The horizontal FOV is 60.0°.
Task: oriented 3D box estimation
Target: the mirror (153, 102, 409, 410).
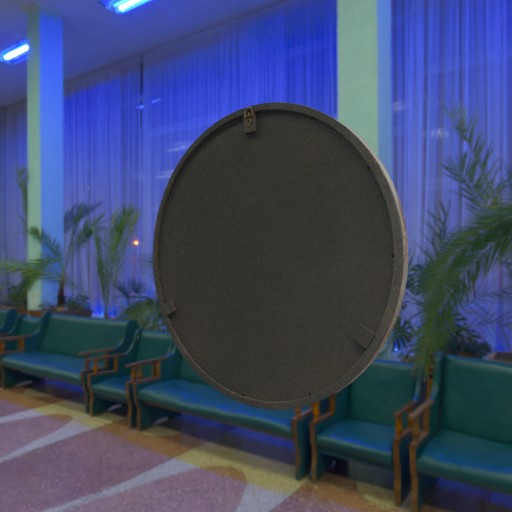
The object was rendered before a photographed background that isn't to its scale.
[{"bbox_3d":[0.000,0.000,1.057,0.710,0.710,0.038,0,0,37],"label":"mirror"}]
